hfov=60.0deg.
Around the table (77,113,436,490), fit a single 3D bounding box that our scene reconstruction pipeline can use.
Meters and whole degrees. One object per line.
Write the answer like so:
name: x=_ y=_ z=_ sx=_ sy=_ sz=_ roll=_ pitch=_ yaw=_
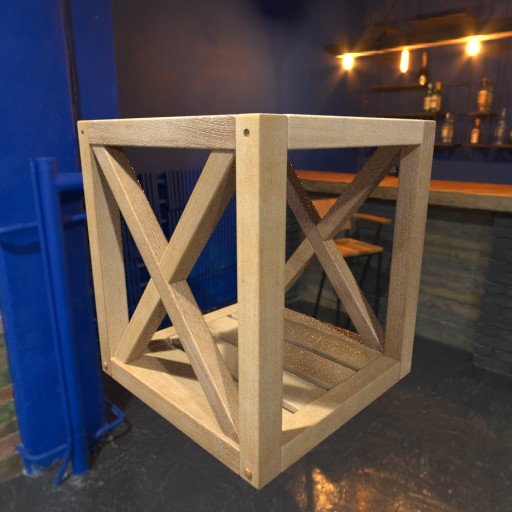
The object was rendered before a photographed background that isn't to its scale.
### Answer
table: x=0.000 y=0.000 z=1.043 sx=0.559 sy=0.610 sz=0.558 roll=15 pitch=21 yaw=43
